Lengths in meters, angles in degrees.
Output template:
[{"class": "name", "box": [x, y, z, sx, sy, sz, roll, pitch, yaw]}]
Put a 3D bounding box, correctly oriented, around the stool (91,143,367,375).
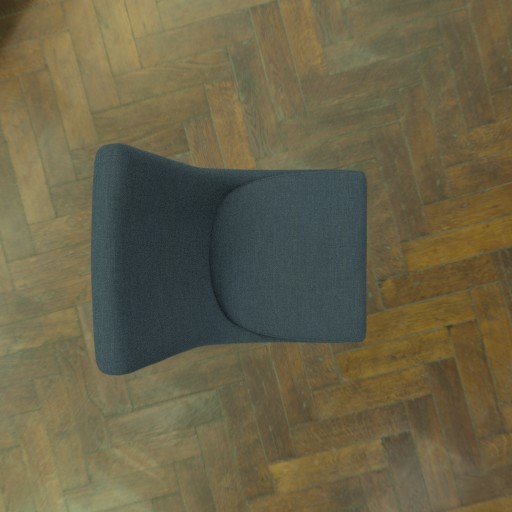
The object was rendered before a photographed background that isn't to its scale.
[{"class": "stool", "box": [0.000, 0.000, 1.256, 0.577, 0.981, 0.470, 0, 91, 1]}]
